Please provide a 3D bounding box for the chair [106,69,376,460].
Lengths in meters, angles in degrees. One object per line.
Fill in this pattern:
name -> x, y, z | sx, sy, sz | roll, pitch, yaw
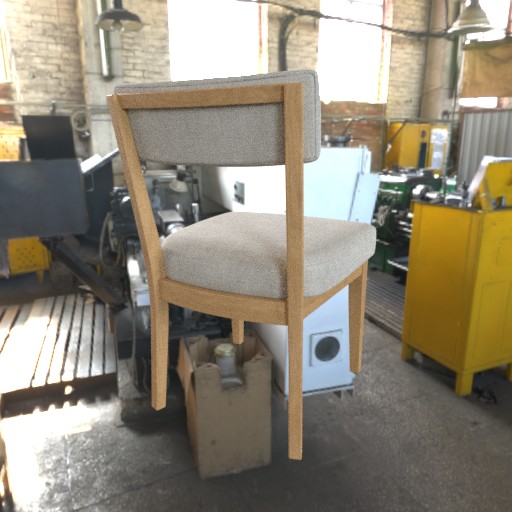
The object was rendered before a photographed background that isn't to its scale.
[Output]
chair -> 0.000, 0.000, 1.170 | 0.508, 0.832, 0.572 | 8, 17, 27
